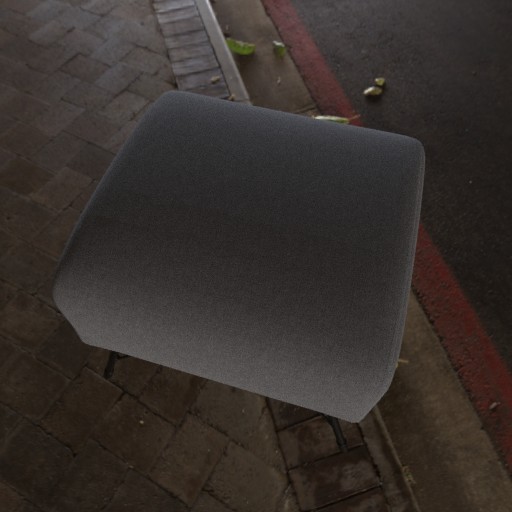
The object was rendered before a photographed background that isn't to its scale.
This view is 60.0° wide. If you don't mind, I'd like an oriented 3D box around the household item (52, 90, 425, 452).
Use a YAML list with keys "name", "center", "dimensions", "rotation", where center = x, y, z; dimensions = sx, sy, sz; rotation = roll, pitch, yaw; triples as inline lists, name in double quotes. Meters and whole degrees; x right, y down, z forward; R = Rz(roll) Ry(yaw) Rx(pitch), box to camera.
- name: "household item"
  center: [0.000, 0.000, 0.865]
  dimensions: [0.530, 0.410, 0.530]
  rotation: [14, 60, 8]
